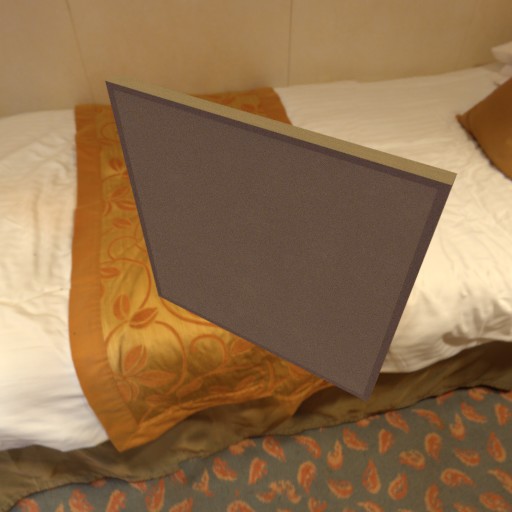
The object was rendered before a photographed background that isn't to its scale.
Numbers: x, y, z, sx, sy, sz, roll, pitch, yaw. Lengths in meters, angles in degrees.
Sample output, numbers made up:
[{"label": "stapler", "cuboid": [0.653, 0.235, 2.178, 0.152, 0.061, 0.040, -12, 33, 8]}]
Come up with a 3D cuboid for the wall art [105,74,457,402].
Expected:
[{"label": "wall art", "cuboid": [0.000, 0.000, 1.138, 0.761, 0.758, 0.038, 23, 50, 21]}]
